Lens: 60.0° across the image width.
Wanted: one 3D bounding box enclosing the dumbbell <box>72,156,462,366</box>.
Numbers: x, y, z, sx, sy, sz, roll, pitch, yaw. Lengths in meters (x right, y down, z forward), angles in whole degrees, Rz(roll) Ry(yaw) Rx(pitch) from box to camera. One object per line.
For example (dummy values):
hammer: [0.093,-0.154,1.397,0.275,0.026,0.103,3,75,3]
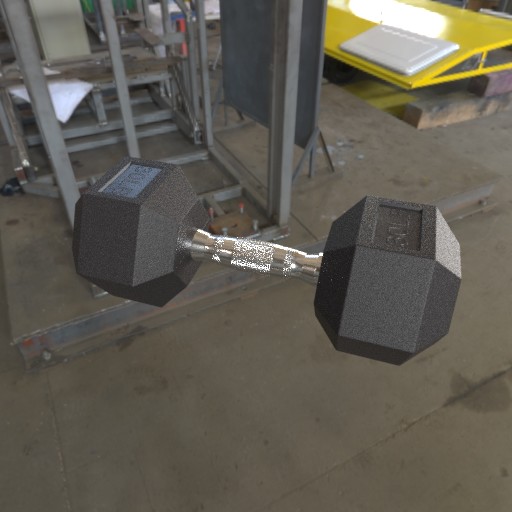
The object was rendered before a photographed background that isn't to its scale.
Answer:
dumbbell: [0.000,0.000,0.410,0.337,0.123,0.142,12,41,13]
